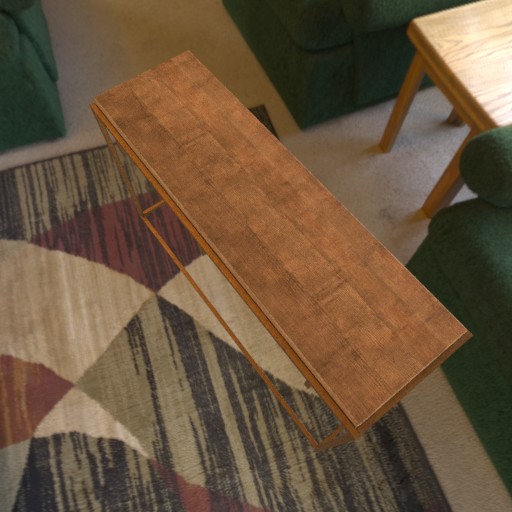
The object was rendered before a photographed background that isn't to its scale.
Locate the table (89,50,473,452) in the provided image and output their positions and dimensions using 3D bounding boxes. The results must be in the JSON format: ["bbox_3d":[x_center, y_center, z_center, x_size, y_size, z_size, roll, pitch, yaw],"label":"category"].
[{"bbox_3d":[0.000,0.000,1.742,0.440,0.820,1.400,-34,69,-15],"label":"table"}]
